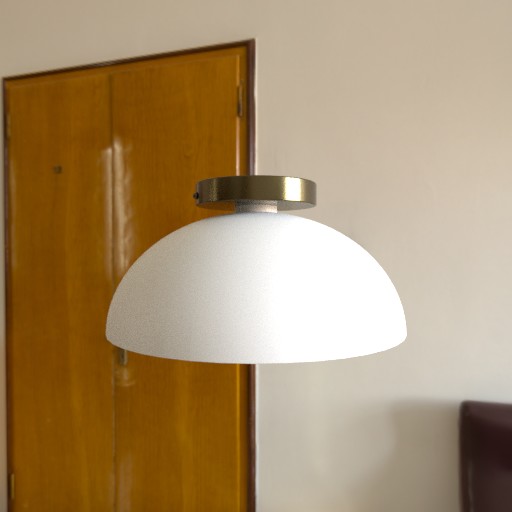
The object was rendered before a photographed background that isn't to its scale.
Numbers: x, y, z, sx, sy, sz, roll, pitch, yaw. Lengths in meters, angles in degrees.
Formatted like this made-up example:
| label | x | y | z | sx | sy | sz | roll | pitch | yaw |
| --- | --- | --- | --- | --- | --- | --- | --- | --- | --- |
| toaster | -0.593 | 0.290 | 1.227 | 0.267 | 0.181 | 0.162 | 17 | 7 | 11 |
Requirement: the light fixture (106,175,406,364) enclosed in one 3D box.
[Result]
| label | x | y | z | sx | sy | sz | roll | pitch | yaw |
| --- | --- | --- | --- | --- | --- | --- | --- | --- | --- |
| light fixture | 0.000 | 0.000 | 0.551 | 0.355 | 0.177 | 0.355 | 0 | 1 | 0 |
